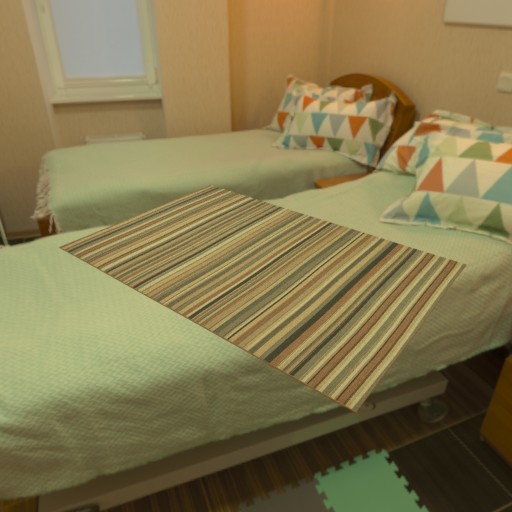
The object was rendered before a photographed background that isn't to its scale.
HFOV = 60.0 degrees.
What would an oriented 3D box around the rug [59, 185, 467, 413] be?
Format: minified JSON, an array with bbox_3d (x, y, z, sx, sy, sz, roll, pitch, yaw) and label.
[{"bbox_3d":[0.000,0.000,2.382,1.829,0.008,1.219,22,37,33],"label":"rug"}]
